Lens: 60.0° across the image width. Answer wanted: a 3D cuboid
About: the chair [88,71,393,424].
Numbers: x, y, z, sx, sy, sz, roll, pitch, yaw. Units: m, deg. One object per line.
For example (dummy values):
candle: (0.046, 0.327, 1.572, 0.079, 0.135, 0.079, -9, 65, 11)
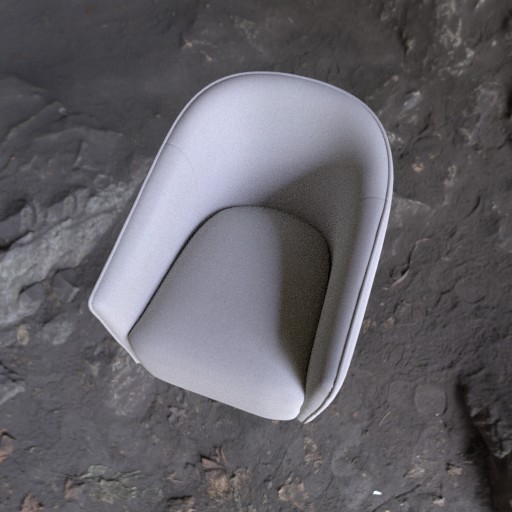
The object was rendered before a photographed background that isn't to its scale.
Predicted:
chair: (0.000, 0.000, 1.484, 0.747, 0.799, 0.875, 17, 61, 10)
